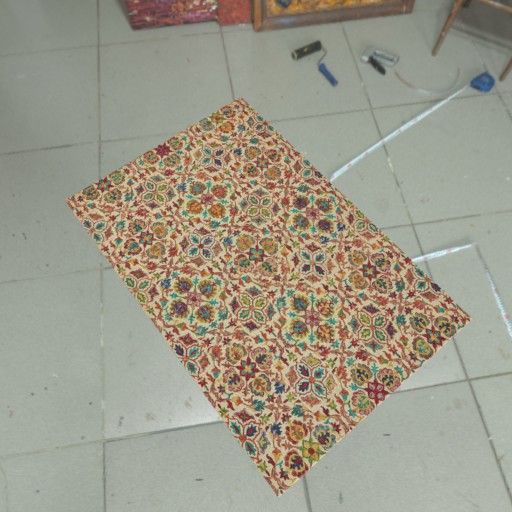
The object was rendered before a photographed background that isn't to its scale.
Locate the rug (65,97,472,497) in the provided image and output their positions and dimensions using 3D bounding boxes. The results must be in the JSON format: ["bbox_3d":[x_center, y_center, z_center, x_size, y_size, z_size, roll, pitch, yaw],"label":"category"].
[{"bbox_3d":[0.000,0.000,2.294,1.226,0.013,1.838,-36,70,-16],"label":"rug"}]
